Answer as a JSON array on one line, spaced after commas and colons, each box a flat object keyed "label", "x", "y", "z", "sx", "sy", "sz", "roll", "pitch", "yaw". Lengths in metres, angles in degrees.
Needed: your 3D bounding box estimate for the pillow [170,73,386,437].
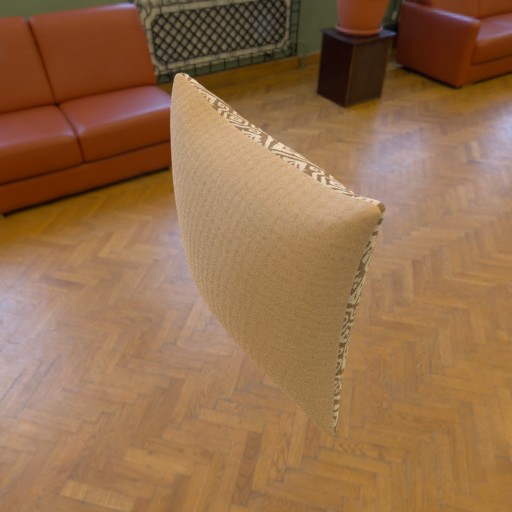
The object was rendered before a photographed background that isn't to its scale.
[{"label": "pillow", "x": 0.000, "y": 0.000, "z": 0.649, "sx": 0.173, "sy": 0.407, "sz": 0.419, "roll": -23, "pitch": 46, "yaw": -24}]
